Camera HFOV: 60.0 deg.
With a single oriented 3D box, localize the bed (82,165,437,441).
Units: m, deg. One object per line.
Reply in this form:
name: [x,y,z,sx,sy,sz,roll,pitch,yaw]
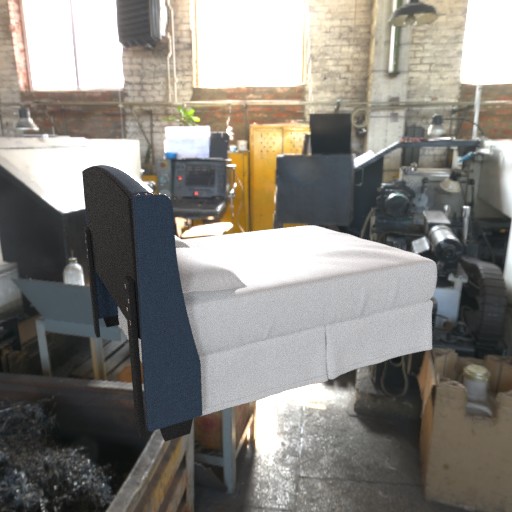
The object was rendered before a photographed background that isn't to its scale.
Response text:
bed: [0.000,0.000,3.377,2.237,1.407,1.710,-8,17,-27]
